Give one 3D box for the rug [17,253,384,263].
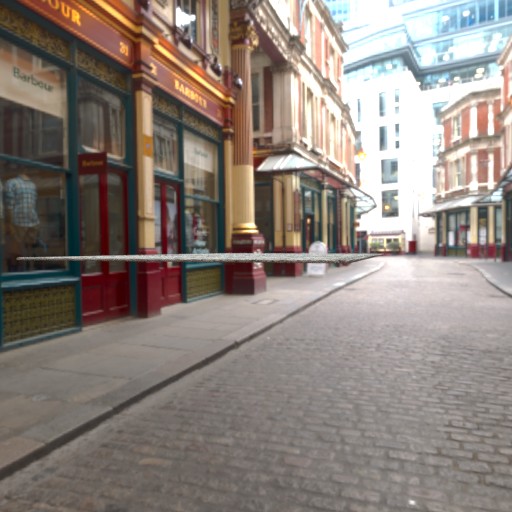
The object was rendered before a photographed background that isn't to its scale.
[{"bbox_3d":[0.000,0.000,4.646,2.393,0.019,3.824,0,1,19],"label":"rug"}]
